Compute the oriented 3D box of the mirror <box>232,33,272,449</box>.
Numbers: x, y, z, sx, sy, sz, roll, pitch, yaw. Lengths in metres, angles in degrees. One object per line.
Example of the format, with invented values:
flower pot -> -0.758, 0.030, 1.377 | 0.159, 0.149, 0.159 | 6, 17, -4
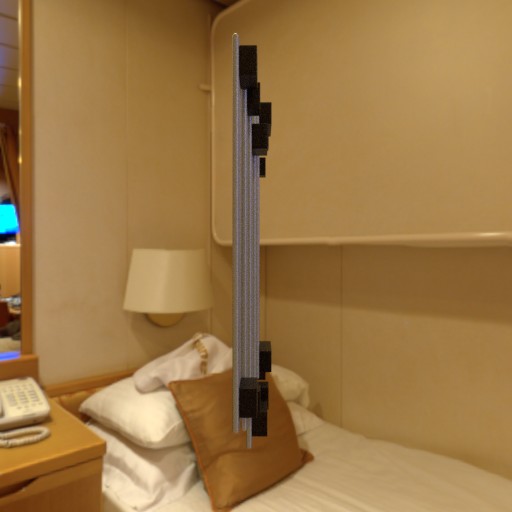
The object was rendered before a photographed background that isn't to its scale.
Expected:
mirror -> 0.000, 0.000, 0.812 | 0.058, 0.611, 0.445 | 0, 1, 1
